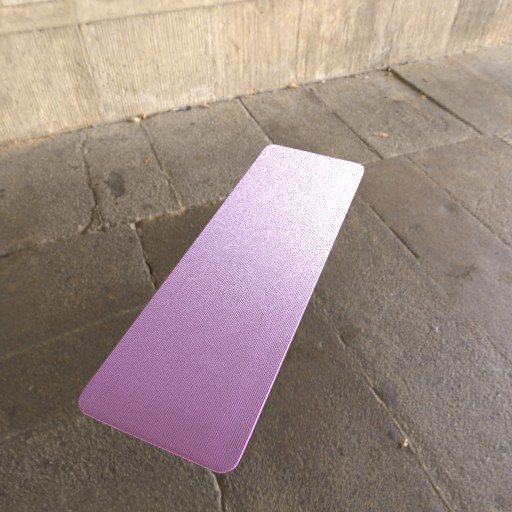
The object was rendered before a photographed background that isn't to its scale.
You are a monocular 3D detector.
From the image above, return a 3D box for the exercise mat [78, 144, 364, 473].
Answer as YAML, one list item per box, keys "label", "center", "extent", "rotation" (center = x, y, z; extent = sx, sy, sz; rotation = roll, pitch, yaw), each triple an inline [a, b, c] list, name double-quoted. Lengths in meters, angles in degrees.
- label: "exercise mat"
  center: [0.000, 0.000, 2.070]
  extent: [0.616, 0.021, 1.869]
  rotation: [17, 48, 16]
